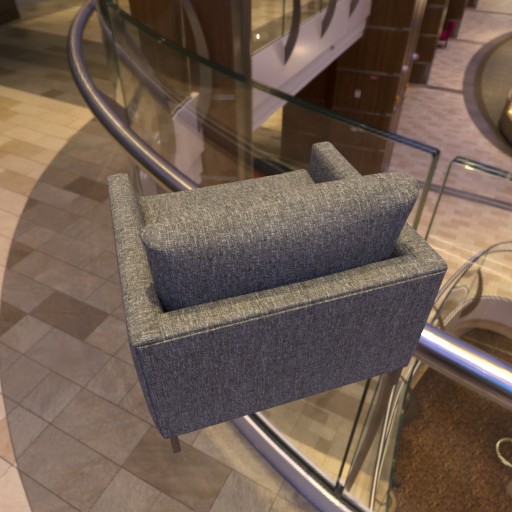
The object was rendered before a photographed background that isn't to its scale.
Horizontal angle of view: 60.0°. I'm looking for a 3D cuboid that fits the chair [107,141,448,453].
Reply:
[{"bbox_3d":[0.000,0.000,1.633,0.963,0.861,0.866,-12,43,-14],"label":"chair"}]
